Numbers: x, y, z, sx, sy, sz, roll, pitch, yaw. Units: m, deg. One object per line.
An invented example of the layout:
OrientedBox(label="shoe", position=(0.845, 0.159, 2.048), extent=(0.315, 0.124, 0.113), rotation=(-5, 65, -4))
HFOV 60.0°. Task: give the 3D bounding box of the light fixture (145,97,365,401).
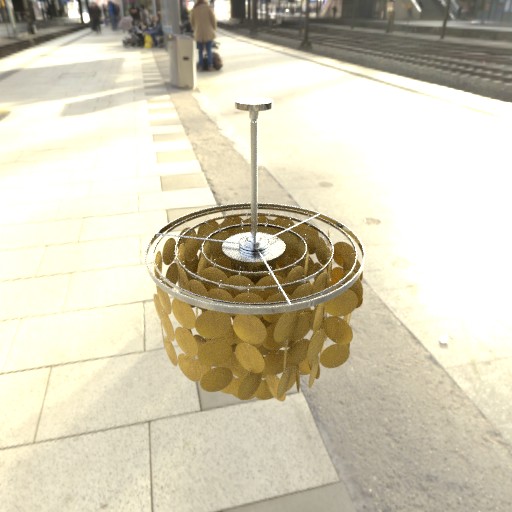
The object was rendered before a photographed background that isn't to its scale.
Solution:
OrientedBox(label="light fixture", position=(0.000, 0.000, 0.734), extent=(0.368, 0.492, 0.368), rotation=(0, 29, 0))
